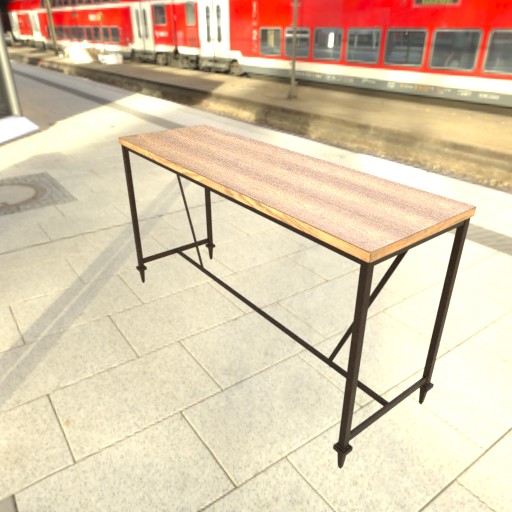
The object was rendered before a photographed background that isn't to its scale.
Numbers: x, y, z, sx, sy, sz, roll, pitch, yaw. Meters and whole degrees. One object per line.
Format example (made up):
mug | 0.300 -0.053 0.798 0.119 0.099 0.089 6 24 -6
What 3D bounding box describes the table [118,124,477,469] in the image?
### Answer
table | 0.000 0.000 2.127 0.551 0.902 1.700 -20 34 -33
